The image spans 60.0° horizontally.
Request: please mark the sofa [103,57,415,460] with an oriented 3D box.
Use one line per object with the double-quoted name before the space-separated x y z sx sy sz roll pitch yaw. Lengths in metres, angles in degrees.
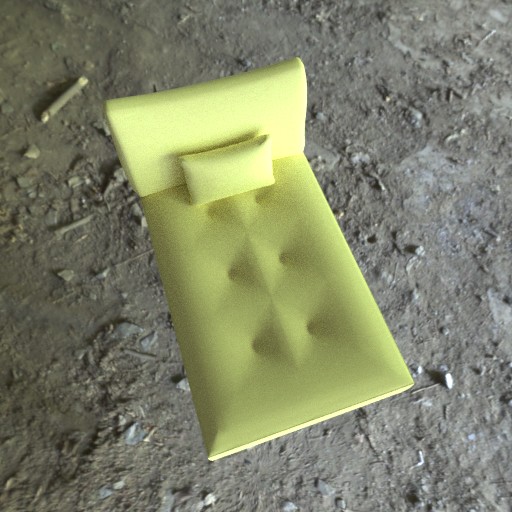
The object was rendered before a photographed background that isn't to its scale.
"sofa" 0.000 0.000 1.987 0.930 0.820 1.450 -17 65 -8
